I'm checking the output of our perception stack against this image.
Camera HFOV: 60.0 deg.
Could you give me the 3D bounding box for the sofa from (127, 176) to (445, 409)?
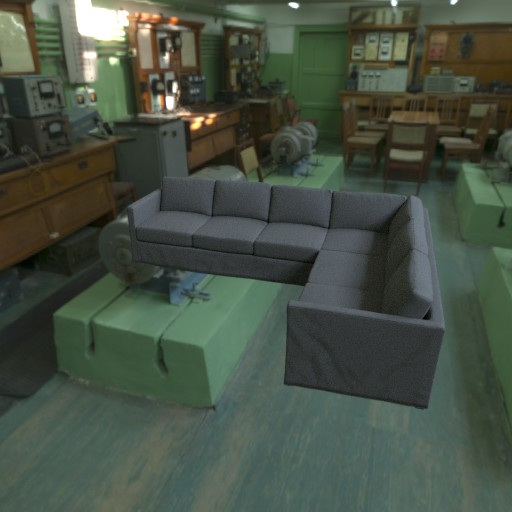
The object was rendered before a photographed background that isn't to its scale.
[{"bbox_3d":[0.000,0.000,4.298,3.182,0.871,2.432,7,26,15],"label":"sofa"}]
